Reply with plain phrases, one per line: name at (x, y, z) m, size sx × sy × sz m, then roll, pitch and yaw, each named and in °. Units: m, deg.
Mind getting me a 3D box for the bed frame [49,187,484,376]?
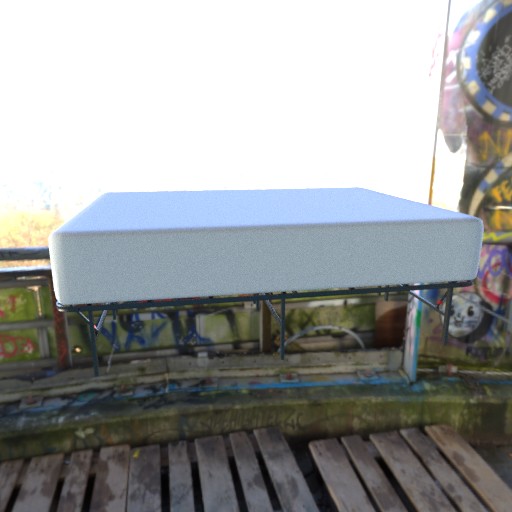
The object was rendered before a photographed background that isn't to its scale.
bed frame at (0.000, 0.000, 2.782) m, size 2.037 × 0.677 × 1.528 m, roll -3°, pitch 15°, yaw -10°
